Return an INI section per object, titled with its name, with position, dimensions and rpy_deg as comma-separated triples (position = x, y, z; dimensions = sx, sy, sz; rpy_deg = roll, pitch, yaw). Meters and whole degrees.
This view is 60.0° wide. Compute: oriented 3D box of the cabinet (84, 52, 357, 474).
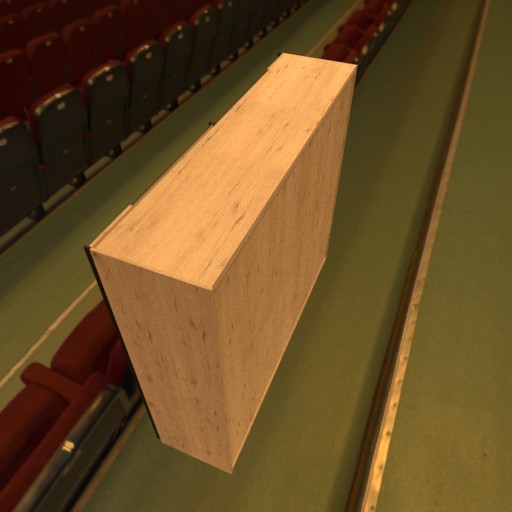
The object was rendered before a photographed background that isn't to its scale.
[cabinet]
position = 0.000, 0.000, 3.524
dimensions = 0.660, 2.180, 2.500
rpy_deg = 17, 48, 16
